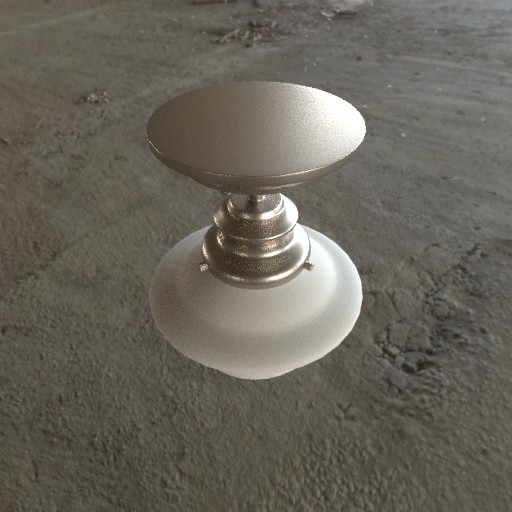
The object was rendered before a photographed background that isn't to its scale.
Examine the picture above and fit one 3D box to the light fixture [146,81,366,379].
[{"bbox_3d":[0.000,0.000,0.395,0.199,0.254,0.199,0,41,0],"label":"light fixture"}]
